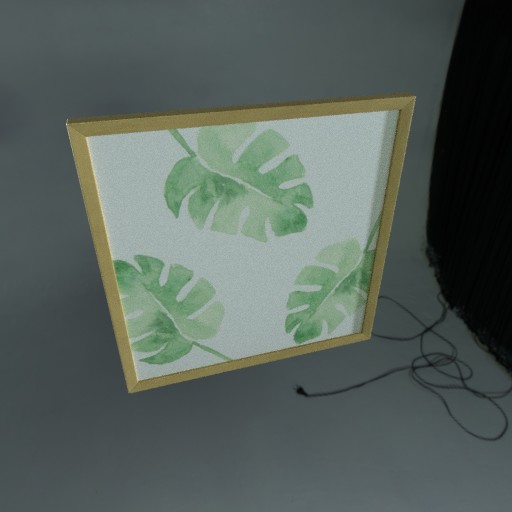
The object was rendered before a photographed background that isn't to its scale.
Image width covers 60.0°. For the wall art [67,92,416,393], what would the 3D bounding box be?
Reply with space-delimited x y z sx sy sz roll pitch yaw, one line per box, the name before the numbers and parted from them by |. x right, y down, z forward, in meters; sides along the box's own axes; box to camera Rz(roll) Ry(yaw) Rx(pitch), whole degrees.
wall art | 0.000 0.000 1.155 0.763 0.763 0.037 -9 34 -14
